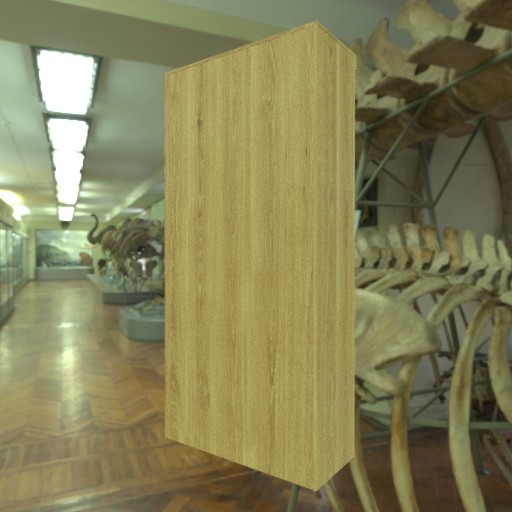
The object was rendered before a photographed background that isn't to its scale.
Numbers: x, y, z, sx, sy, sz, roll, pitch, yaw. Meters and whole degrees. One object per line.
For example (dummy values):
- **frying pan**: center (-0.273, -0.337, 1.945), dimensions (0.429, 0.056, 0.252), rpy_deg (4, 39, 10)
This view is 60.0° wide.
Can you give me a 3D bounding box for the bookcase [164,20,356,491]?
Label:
- **bookcase**: center (0.000, 0.000, 2.349), dimensions (0.950, 2.020, 0.420), rpy_deg (0, 1, 36)
